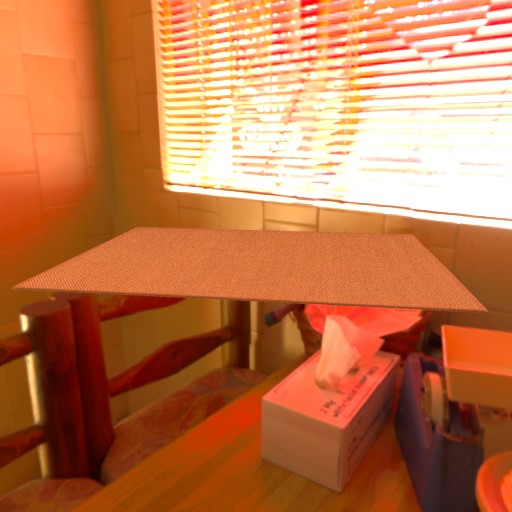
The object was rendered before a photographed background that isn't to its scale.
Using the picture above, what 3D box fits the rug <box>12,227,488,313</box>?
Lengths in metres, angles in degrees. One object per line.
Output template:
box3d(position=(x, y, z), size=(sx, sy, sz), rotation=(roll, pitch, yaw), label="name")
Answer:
box3d(position=(0.000, 0.000, 2.683), size=(2.134, 0.013, 1.524), rotation=(2, 15, 8), label="rug")
